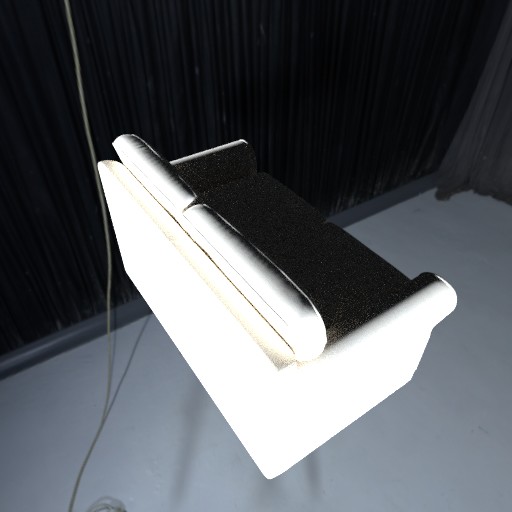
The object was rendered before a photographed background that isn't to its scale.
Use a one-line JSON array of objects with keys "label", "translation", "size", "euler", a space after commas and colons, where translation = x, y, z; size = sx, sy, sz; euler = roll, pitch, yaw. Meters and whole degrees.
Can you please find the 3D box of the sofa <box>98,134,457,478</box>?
[{"label": "sofa", "translation": [0.000, 0.000, 2.322], "size": [0.991, 0.940, 1.727], "euler": [-24, 47, -25]}]
